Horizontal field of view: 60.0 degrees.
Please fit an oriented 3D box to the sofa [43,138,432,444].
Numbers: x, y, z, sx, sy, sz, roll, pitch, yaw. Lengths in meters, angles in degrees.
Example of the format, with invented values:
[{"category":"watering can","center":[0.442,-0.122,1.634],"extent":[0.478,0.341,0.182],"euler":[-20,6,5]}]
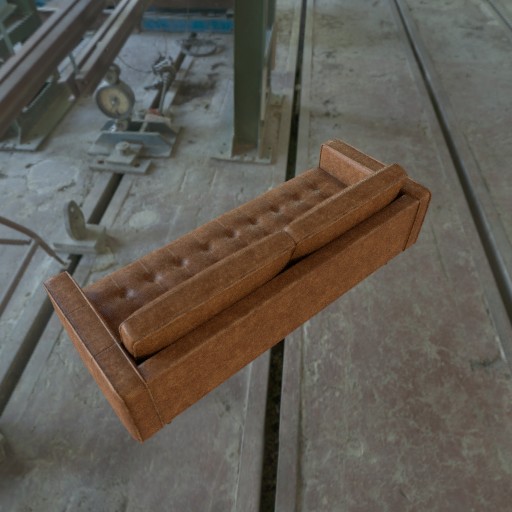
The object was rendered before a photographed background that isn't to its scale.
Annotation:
[{"category":"sofa","center":[0.000,0.000,2.659],"extent":[2.199,0.779,0.886],"euler":[-31,53,-26]}]
